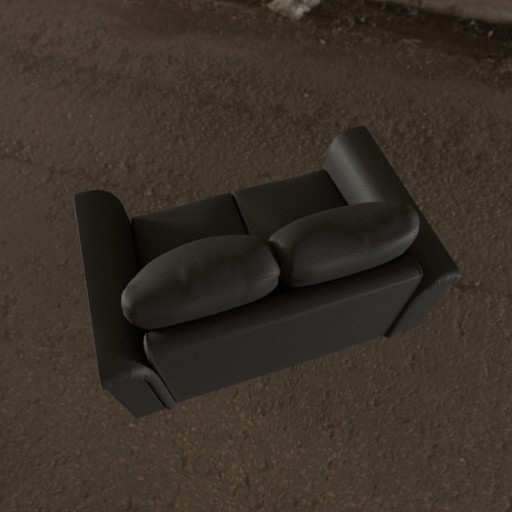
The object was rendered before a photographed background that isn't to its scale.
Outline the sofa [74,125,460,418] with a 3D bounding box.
[{"bbox_3d":[0.000,0.000,1.974,1.386,0.845,0.887,-16,60,-9],"label":"sofa"}]
